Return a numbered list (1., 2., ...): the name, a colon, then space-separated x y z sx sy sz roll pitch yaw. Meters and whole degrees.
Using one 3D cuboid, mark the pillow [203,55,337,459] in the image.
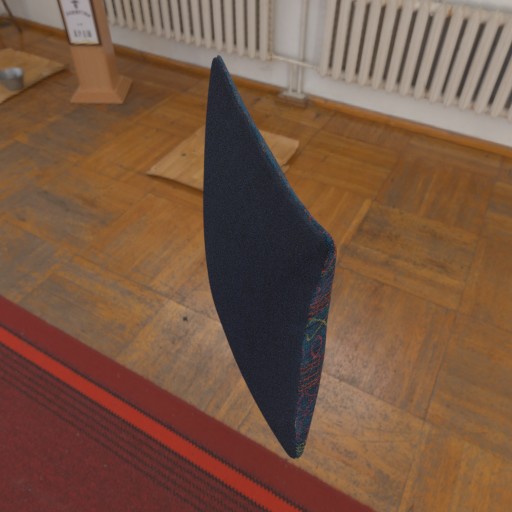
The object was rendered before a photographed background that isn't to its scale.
1. pillow: 0.000 0.000 0.644 0.141 0.431 0.431 -11 46 -11
